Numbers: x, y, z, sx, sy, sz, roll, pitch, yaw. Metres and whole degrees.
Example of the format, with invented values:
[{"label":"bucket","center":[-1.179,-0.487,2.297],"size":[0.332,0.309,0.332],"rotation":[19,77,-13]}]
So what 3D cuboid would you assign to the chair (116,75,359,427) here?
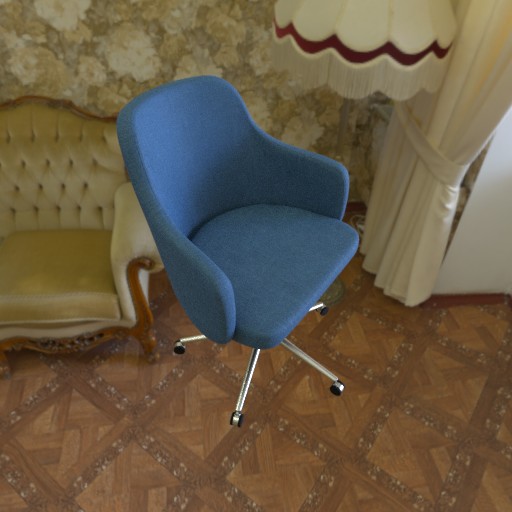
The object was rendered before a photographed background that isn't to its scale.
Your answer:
[{"label":"chair","center":[0.000,0.000,1.257],"size":[0.655,0.820,0.599],"rotation":[25,47,26]}]
